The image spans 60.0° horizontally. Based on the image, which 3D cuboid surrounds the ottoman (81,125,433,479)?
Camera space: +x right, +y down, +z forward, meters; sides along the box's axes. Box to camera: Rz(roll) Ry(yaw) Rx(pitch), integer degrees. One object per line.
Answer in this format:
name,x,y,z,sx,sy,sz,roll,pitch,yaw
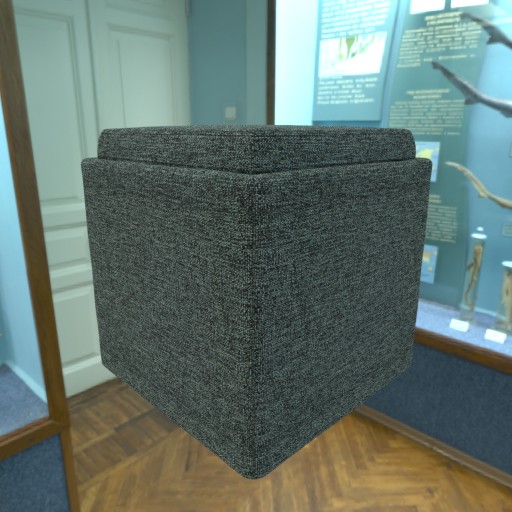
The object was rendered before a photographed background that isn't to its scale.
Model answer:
ottoman,0.000,0.000,0.817,0.450,0.463,0.450,-15,22,-42
